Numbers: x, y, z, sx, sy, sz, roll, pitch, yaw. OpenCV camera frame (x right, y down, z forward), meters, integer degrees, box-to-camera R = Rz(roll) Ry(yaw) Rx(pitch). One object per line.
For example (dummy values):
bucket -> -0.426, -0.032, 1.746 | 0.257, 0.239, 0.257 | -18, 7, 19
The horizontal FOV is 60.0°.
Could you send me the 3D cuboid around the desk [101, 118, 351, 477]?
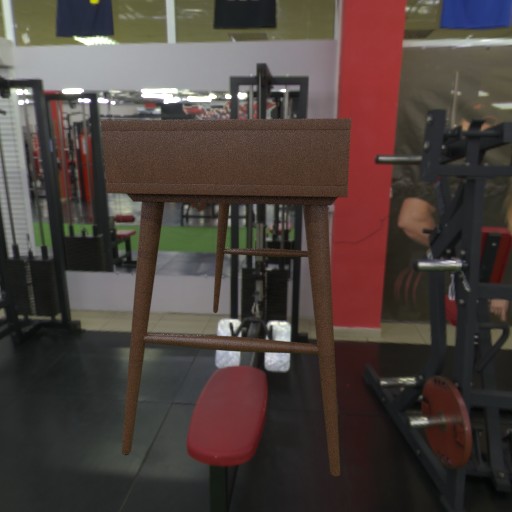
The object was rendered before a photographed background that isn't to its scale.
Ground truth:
desk -> 0.000, 0.000, 1.362 | 0.510, 0.758, 0.949 | 2, 15, 8
